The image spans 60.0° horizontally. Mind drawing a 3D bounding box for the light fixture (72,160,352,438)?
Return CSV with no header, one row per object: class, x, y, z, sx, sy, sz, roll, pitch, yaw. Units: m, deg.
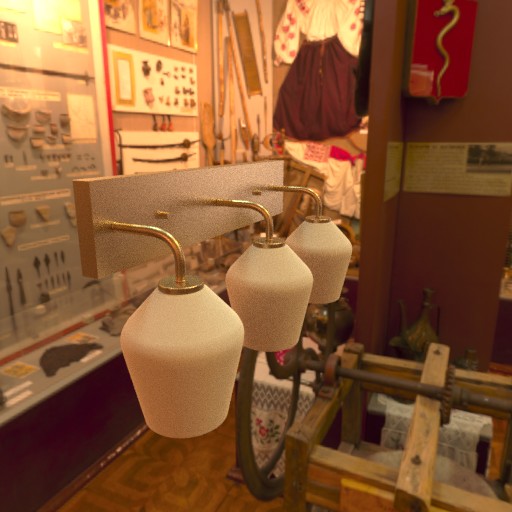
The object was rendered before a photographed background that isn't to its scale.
light fixture,0.000,0.000,0.721,0.190,0.280,0.609,7,17,26
